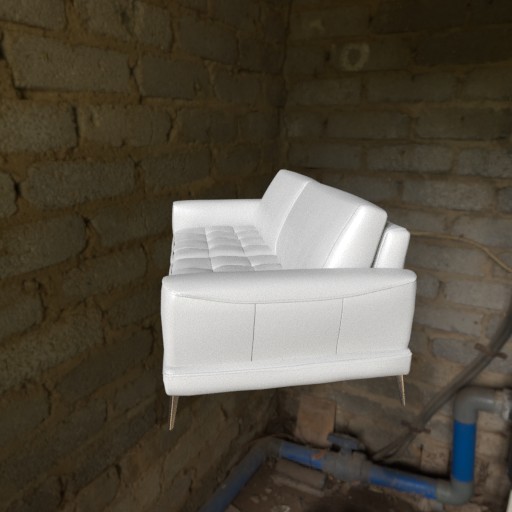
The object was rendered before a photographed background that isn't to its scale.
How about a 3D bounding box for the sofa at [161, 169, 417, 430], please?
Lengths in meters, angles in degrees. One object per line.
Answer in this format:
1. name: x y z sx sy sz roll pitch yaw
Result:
1. sofa: 0.000 0.000 2.788 1.121 0.930 2.177 -2 16 -9
